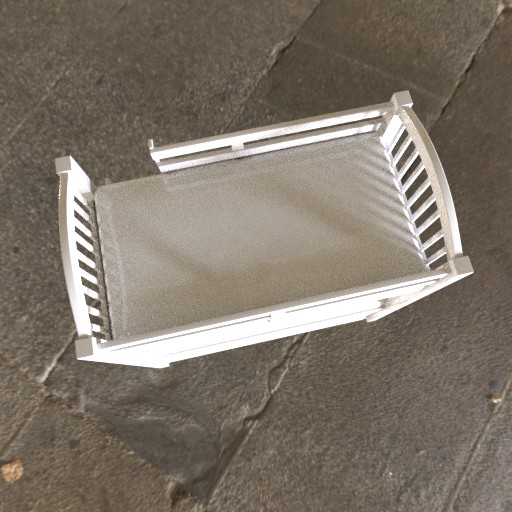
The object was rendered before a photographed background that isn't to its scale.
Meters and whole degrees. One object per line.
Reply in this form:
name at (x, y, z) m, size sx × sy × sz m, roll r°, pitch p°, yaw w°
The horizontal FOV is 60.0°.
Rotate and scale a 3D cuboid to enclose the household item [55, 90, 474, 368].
household item at (0.000, 0.000, 3.243) m, size 2.032 × 2.032 × 1.143 m, roll -12°, pitch 75°, yaw -3°
